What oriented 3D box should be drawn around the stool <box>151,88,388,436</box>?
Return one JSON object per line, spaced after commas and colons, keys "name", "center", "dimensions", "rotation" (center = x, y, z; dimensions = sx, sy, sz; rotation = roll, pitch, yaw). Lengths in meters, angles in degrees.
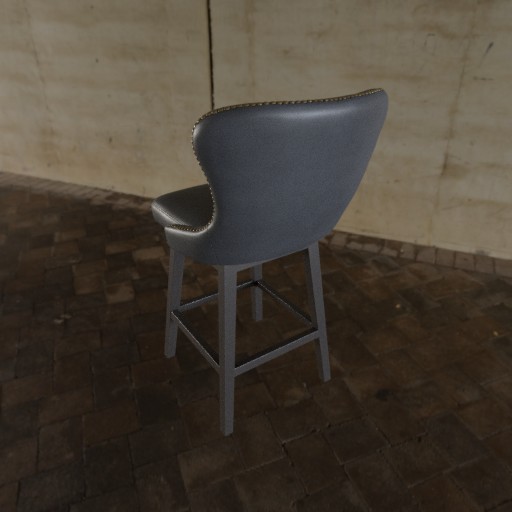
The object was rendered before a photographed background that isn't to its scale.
{"name": "stool", "center": [0.000, 0.000, 1.314], "dimensions": [0.528, 0.971, 0.593], "rotation": [-18, 33, -30]}
